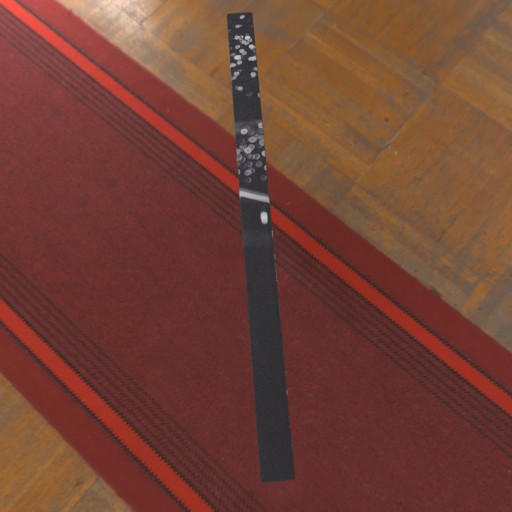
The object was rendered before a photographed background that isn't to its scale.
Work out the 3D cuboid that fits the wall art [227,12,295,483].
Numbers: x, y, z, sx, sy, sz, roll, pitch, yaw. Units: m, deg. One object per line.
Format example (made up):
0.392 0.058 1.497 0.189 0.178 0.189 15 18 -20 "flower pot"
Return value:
0.000 0.000 0.745 0.037 0.406 0.609 -4 75 -1 "wall art"
